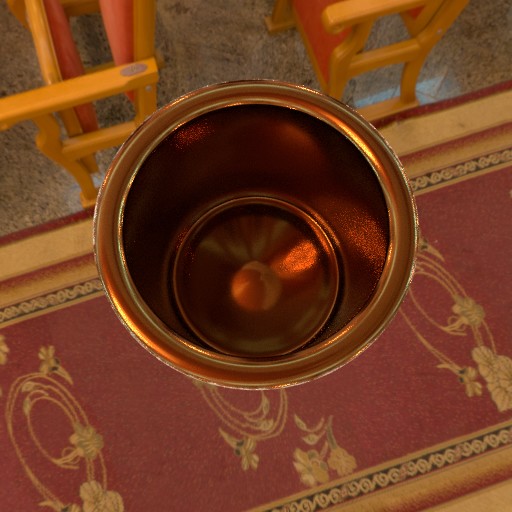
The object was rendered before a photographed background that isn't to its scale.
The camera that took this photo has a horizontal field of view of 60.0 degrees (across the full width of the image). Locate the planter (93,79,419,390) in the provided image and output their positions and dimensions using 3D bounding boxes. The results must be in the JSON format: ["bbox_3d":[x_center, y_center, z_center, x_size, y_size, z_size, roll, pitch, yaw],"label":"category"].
[{"bbox_3d":[0.000,0.000,0.311,0.177,0.157,0.177,0,75,0],"label":"planter"}]
